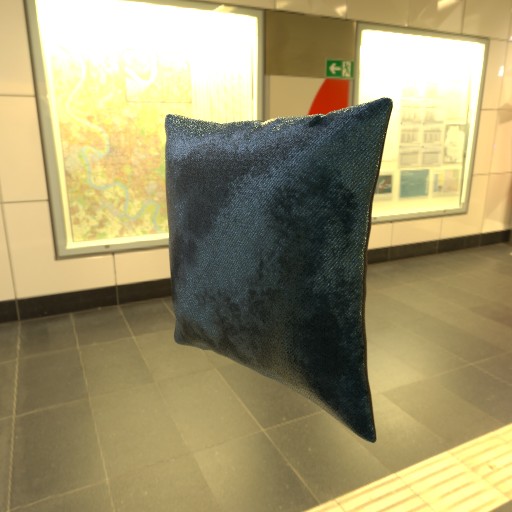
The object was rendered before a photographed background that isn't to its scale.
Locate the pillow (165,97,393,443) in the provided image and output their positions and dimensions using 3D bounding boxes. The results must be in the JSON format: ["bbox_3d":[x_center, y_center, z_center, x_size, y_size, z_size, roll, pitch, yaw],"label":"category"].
[{"bbox_3d":[0.000,0.000,0.663,0.436,0.430,0.138,15,21,42],"label":"pillow"}]
